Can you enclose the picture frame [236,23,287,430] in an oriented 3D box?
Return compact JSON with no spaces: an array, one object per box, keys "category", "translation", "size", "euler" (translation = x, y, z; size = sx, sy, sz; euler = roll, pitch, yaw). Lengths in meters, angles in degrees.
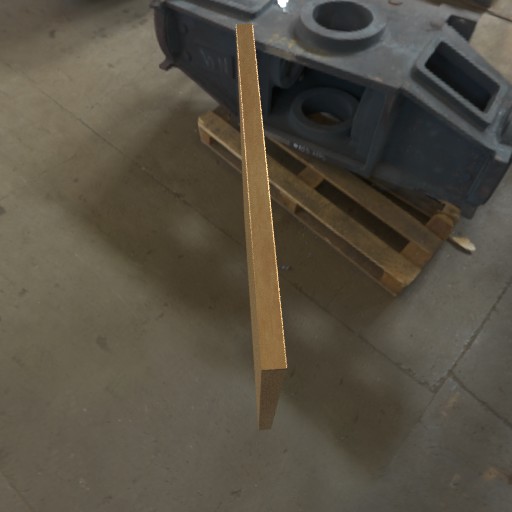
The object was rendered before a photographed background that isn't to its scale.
[{"category":"picture frame","translation":[0.000,0.000,1.139],"size":[0.037,0.761,0.758],"euler":[-3,63,-2]}]
